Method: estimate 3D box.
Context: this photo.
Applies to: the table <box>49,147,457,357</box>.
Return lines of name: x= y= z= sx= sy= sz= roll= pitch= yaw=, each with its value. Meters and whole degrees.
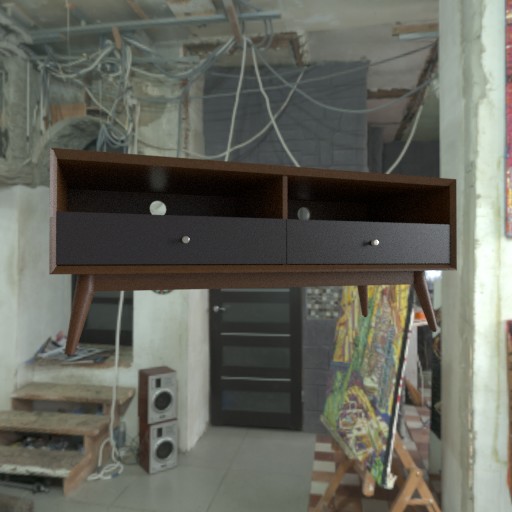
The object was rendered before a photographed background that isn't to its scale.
table: x=0.000 y=0.000 z=1.371 sx=1.119 sy=0.464 sz=0.490 roll=0 pitch=-1 yaw=-20
